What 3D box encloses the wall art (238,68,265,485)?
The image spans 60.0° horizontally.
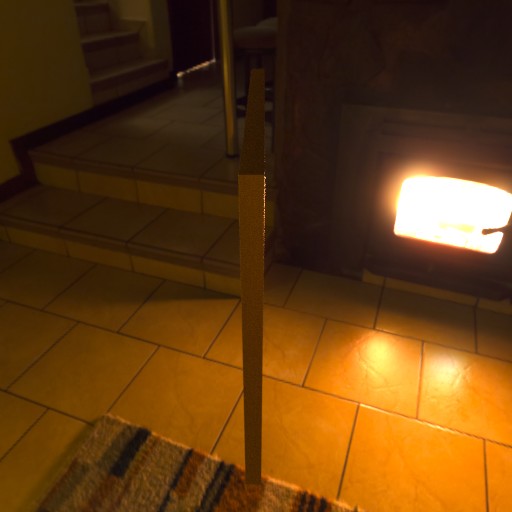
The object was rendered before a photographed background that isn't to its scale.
[{"bbox_3d":[0.000,0.000,1.140,0.036,0.765,0.767,0,33,1],"label":"wall art"}]
